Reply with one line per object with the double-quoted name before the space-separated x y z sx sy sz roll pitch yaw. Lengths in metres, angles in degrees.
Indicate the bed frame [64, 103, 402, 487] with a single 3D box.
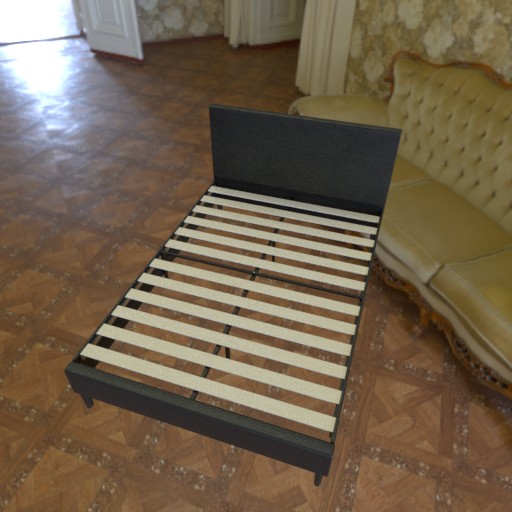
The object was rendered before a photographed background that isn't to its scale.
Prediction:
"bed frame" 0.000 0.000 2.890 1.469 1.046 2.152 12 42 14
